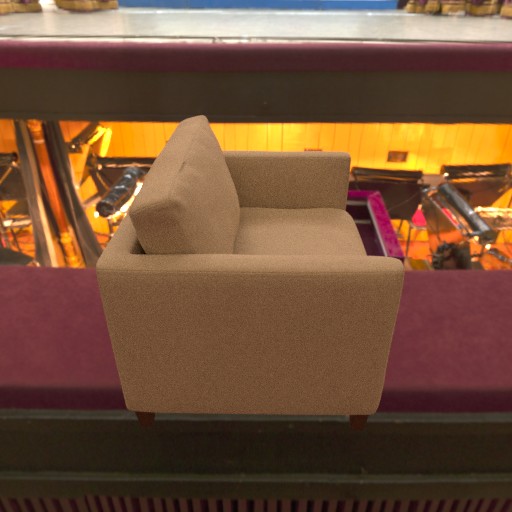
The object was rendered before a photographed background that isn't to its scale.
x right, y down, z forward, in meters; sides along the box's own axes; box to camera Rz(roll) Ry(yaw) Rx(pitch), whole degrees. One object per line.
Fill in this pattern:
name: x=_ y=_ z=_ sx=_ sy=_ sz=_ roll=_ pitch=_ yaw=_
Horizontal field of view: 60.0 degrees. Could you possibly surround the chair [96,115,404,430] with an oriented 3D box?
chair: x=0.000 y=0.000 z=1.882 sx=0.959 sy=0.961 sz=1.107 roll=1 pitch=32 yaw=1
